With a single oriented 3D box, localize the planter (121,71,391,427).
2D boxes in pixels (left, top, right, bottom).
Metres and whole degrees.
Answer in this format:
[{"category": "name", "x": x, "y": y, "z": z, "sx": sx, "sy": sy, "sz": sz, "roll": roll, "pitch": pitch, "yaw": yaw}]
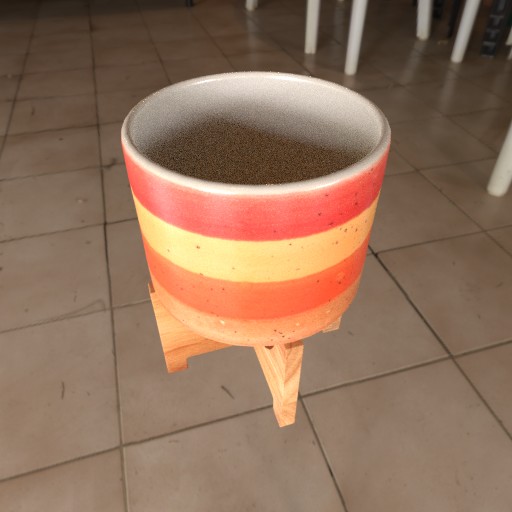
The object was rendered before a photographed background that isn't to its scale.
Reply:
[{"category": "planter", "x": 0.000, "y": 0.000, "z": 0.407, "sx": 0.199, "sy": 0.268, "sz": 0.199, "roll": 0, "pitch": 42, "yaw": 0}]
